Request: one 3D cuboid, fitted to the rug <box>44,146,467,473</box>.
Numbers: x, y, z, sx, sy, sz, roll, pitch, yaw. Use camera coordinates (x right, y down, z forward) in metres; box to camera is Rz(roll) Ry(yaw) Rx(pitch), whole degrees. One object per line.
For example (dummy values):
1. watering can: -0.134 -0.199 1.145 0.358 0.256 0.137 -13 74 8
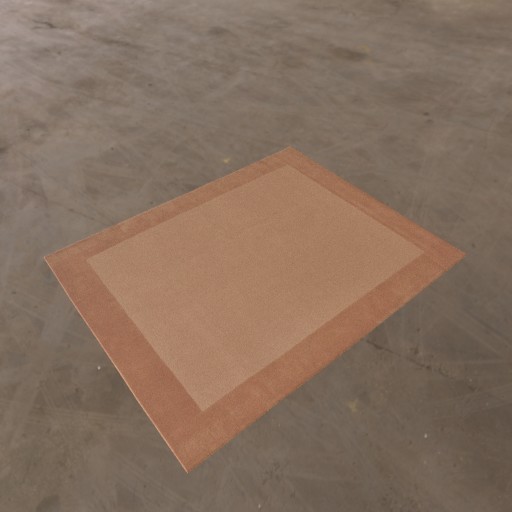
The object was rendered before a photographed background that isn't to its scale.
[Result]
1. rug: 0.000 0.000 4.069 3.057 0.021 2.431 -30 52 -27
